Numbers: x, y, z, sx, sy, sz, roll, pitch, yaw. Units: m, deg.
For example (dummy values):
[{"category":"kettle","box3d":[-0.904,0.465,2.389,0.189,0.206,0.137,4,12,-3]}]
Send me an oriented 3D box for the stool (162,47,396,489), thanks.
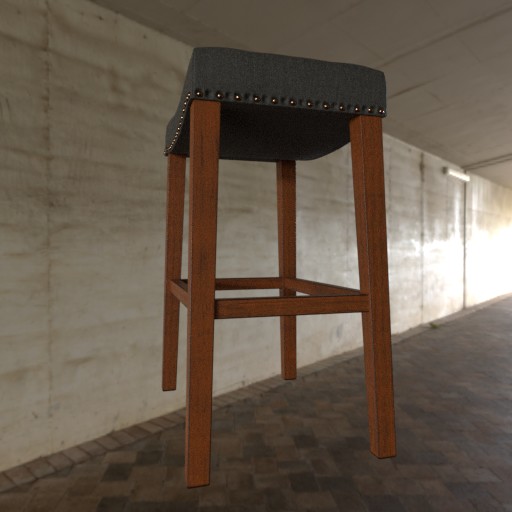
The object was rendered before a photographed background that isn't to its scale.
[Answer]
[{"category":"stool","box3d":[0.000,0.000,0.838,0.320,0.612,0.439,0,1,-16]}]
